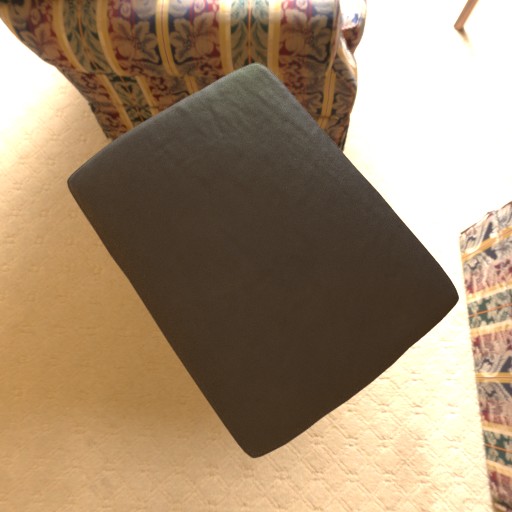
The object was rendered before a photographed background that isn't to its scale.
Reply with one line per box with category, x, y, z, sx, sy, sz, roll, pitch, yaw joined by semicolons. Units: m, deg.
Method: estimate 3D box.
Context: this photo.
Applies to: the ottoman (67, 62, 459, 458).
ottoman;0.000;0.000;1.287;0.659;0.529;0.887;-35;77;-9
